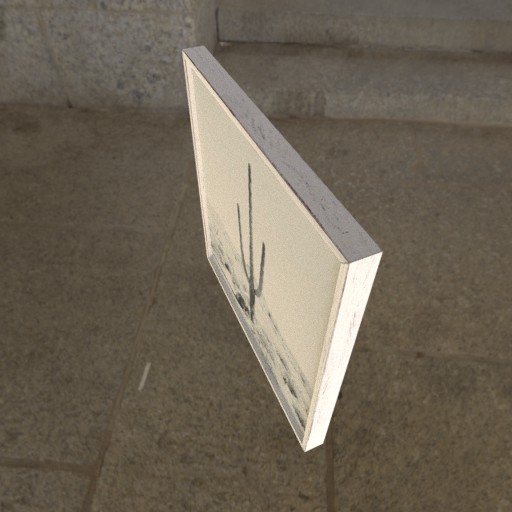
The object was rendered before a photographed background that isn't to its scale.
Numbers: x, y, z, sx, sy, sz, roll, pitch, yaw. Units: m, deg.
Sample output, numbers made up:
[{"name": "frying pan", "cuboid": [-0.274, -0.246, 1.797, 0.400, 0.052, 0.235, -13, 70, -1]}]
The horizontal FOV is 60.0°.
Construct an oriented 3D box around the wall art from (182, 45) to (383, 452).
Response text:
[{"name": "wall art", "cuboid": [0.000, 0.000, 0.760, 0.038, 0.508, 0.508, -18, 50, -16]}]
